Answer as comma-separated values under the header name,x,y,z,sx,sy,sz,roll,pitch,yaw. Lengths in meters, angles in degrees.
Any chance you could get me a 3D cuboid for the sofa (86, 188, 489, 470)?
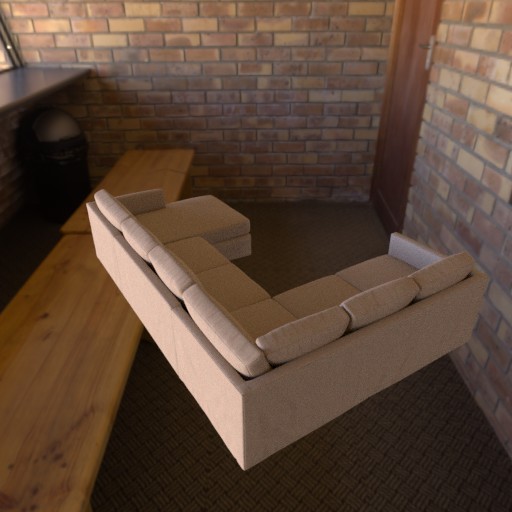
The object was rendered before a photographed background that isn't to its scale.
name,x,y,z,sx,sy,sz,roll,pitch,yaw
sofa,0.000,0.000,4.504,2.427,0.882,3.460,-18,34,-28
